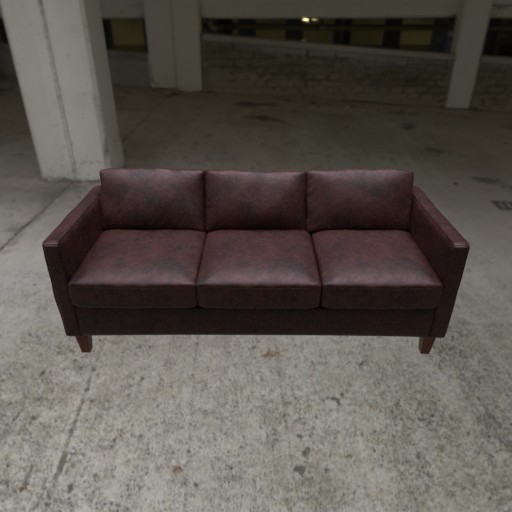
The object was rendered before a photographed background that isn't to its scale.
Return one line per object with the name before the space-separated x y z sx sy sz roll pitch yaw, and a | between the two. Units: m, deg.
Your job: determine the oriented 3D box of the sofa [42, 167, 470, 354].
sofa | 0.000 0.000 3.045 2.464 1.006 1.045 0 29 0
